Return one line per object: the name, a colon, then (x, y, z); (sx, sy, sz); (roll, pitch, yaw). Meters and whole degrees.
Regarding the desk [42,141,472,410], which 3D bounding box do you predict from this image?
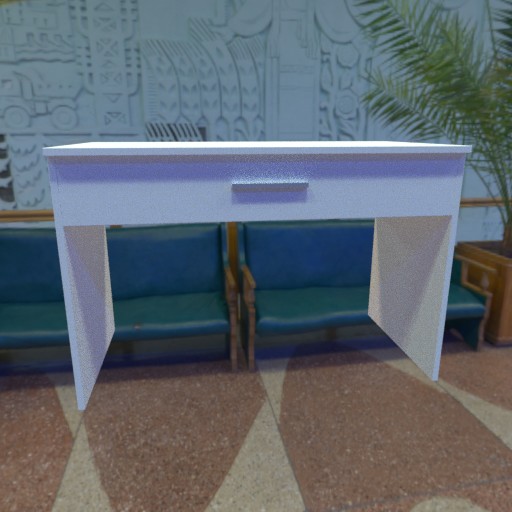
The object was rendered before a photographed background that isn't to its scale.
desk: (0.000, 0.000, 1.487); (1.100, 0.730, 0.560); (-2, 16, -8)
